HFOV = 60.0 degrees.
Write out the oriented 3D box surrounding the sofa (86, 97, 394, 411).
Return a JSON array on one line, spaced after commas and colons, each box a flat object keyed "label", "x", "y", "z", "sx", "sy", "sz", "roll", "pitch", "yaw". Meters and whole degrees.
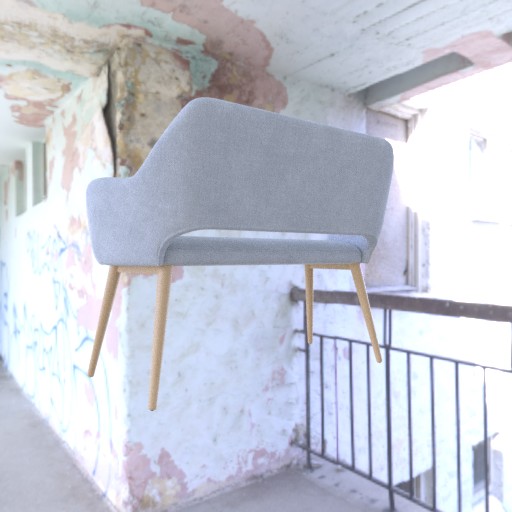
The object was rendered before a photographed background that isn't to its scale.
[{"label": "sofa", "x": 0.000, "y": 0.000, "z": 1.608, "sx": 1.150, "sy": 0.840, "sz": 0.610, "roll": 0, "pitch": 0, "yaw": -35}]
